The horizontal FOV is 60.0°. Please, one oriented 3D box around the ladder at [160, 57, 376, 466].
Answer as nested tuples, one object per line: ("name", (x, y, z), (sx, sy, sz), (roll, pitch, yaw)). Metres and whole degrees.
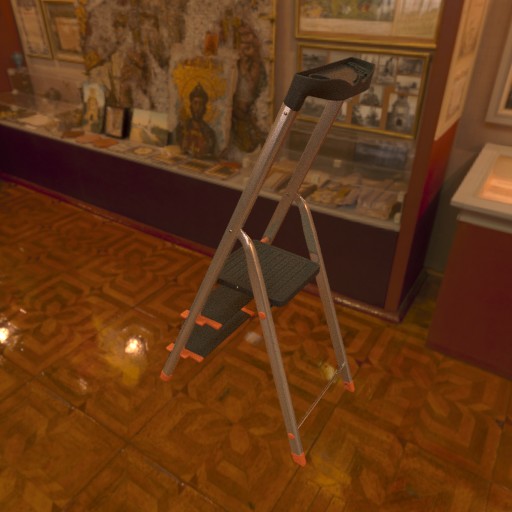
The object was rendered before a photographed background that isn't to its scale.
("ladder", (0.000, 0.000, 1.484), (0.686, 1.229, 0.416), (21, 38, 29))
